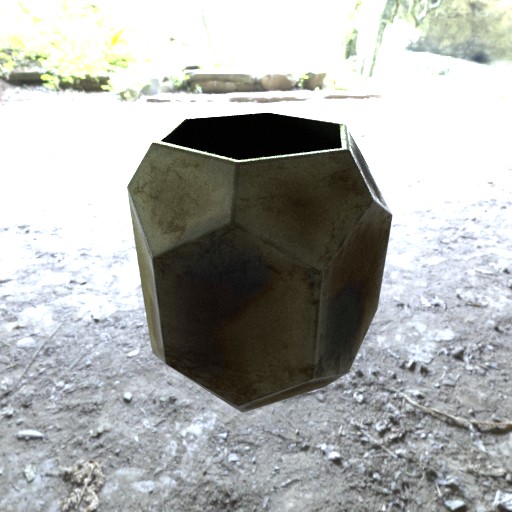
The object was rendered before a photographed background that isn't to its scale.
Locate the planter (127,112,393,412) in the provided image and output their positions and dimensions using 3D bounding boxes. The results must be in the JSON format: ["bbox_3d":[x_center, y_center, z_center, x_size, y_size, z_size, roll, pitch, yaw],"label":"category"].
[{"bbox_3d":[0.000,0.000,0.429,0.221,0.238,0.243,21,35,33],"label":"planter"}]
